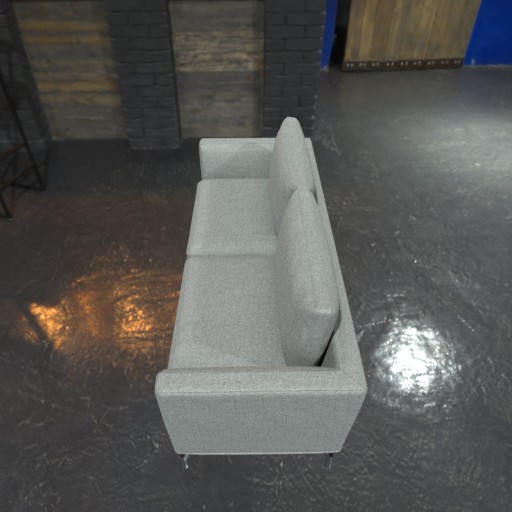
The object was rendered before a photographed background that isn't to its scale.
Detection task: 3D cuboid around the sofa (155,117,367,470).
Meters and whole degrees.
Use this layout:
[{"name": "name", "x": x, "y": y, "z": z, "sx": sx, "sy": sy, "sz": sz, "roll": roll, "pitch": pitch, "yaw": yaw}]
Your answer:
[{"name": "sofa", "x": 0.000, "y": 0.000, "z": 2.726, "sx": 0.869, "sy": 1.002, "sz": 2.212, "roll": 0, "pitch": 41, "yaw": 0}]
